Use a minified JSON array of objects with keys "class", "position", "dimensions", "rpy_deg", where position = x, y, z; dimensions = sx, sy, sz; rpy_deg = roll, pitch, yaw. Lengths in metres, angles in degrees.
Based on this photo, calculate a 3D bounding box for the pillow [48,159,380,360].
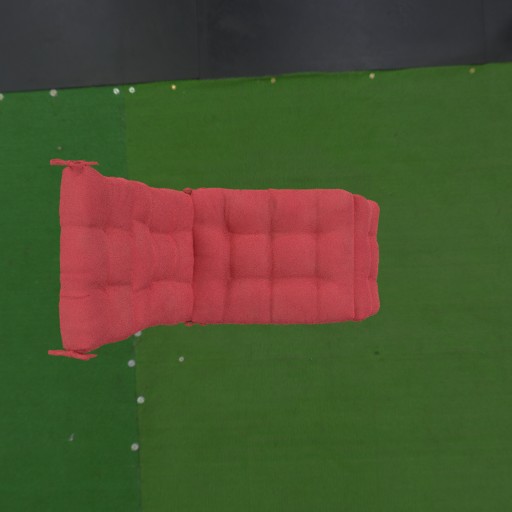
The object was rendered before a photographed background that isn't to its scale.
[{"class":"pillow","position":[0.000,0.000,1.495],"dimensions":[1.016,0.863,0.526],"rpy_deg":[0,90,2]}]
